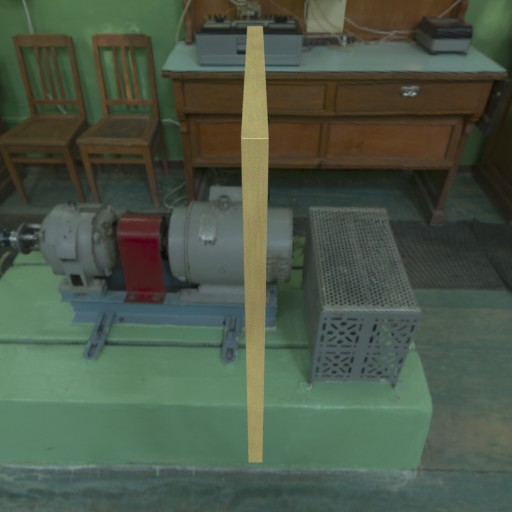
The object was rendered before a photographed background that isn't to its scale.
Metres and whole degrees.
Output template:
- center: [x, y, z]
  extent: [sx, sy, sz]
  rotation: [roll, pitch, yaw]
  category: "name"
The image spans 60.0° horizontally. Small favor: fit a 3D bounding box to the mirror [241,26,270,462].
- center: [0.000, 0.000, 1.113]
  extent: [0.041, 0.915, 0.609]
  rotation: [0, 40, 0]
  category: "mirror"
